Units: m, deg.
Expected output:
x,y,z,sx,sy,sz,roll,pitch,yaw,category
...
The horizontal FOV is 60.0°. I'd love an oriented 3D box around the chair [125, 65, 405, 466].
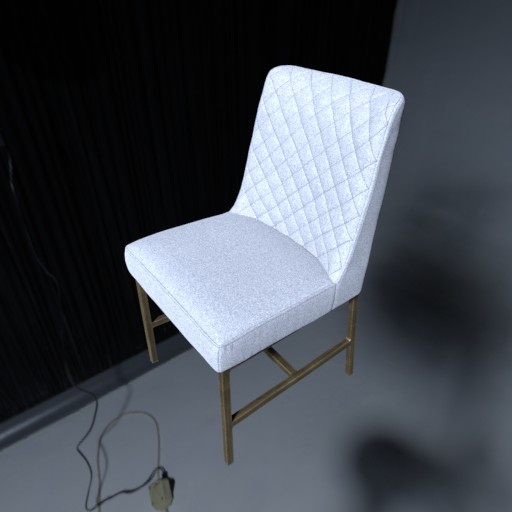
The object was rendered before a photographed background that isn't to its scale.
x,y,z,sx,sy,sz,roll,pitch,yaw,category
0.000,0.000,1.242,0.587,0.889,0.508,-22,39,-30,chair
